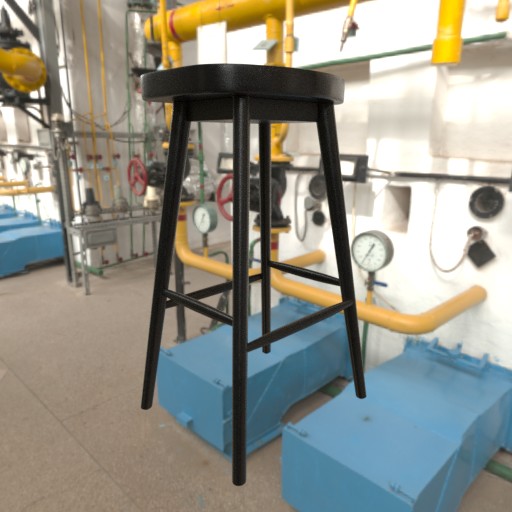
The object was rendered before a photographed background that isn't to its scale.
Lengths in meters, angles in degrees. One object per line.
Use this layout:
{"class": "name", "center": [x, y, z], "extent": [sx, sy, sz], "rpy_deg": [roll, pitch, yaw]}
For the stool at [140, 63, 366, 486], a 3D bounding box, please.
{"class": "stool", "center": [0.000, 0.000, 0.999], "extent": [0.440, 0.749, 0.361], "rpy_deg": [-14, 20, -42]}
